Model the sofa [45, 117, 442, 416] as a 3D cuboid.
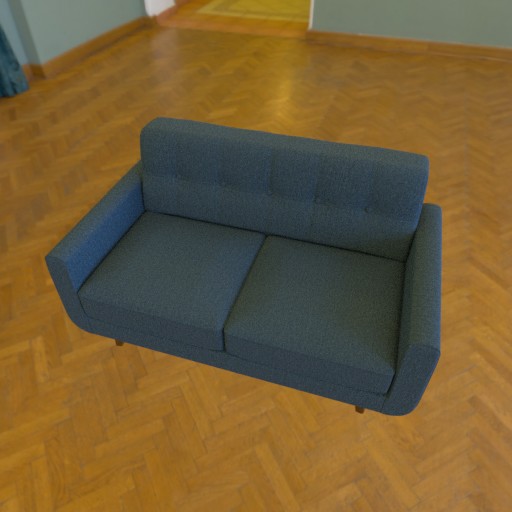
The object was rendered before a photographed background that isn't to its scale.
[{"bbox_3d":[0.000,0.000,2.150,1.651,0.896,0.942,12,43,13],"label":"sofa"}]
